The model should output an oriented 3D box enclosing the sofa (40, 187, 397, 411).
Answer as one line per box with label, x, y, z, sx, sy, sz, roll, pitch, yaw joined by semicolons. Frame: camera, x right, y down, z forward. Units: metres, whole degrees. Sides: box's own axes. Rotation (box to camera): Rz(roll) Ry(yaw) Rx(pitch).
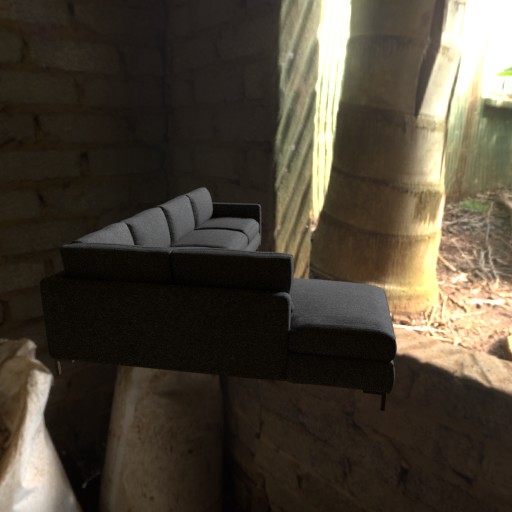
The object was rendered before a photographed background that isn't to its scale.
sofa;0.000;0.000;3.774;2.007;0.815;2.949;3;16;10
